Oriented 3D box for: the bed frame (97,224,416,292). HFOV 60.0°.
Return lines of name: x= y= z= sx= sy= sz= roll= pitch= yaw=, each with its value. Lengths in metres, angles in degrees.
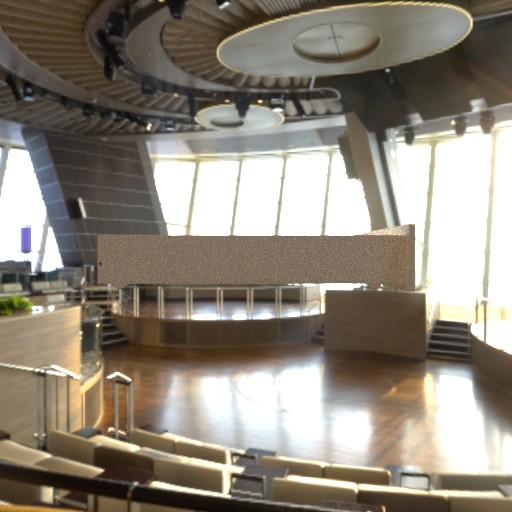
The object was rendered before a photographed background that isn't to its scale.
bed frame: x=0.000 y=0.000 z=1.571 sx=0.670 sy=0.141 sz=1.300 roll=0 pitch=0 yaw=0
